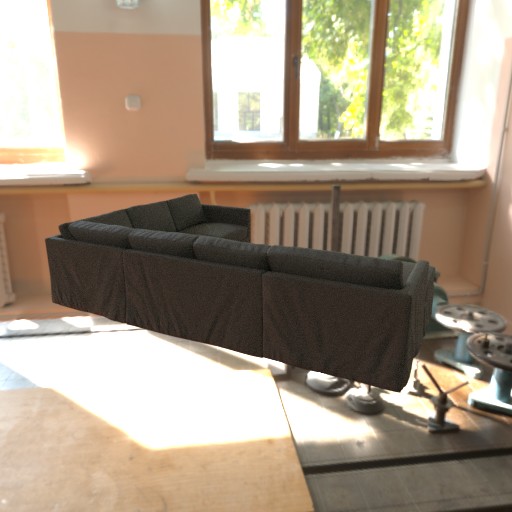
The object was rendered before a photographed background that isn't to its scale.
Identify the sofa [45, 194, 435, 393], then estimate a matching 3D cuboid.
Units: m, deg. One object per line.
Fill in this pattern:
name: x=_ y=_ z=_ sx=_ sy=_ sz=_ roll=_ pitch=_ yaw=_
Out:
sofa: x=0.000 y=0.000 z=4.678 sx=3.528 sy=0.878 sz=2.476 roll=8 pitch=18 yaw=26
